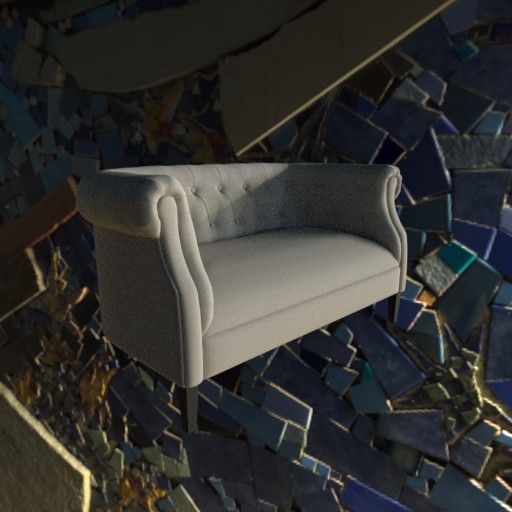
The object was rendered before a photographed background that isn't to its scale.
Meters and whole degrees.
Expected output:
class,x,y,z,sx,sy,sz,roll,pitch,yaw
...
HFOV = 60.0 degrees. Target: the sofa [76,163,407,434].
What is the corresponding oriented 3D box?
class,x,y,z,sx,sy,sz,roll,pitch,yaw
sofa,0.000,0.000,2.074,1.558,0.827,0.835,-13,19,-43
